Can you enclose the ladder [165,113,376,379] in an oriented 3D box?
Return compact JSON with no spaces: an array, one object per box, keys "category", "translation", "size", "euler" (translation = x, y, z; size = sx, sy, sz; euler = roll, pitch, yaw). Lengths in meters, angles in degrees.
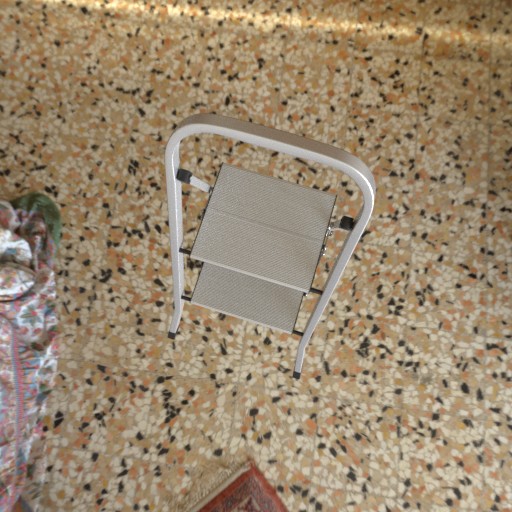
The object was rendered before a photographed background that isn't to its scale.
[{"category":"ladder","translation":[0.000,0.000,1.141],"size":[0.465,0.830,0.530],"euler":[17,77,4]}]
